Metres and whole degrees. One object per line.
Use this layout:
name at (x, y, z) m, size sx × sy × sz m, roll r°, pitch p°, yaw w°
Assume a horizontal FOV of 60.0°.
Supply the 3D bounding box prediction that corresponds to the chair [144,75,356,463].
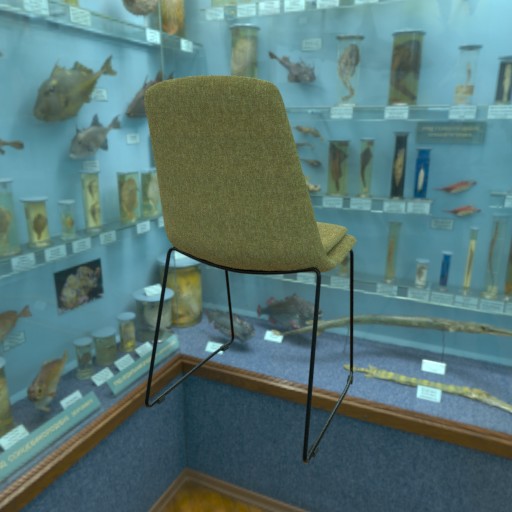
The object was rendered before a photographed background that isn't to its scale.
chair at (0.000, 0.000, 1.176) m, size 0.479 × 0.849 × 0.496 m, roll 8°, pitch 18°, yaw 26°
